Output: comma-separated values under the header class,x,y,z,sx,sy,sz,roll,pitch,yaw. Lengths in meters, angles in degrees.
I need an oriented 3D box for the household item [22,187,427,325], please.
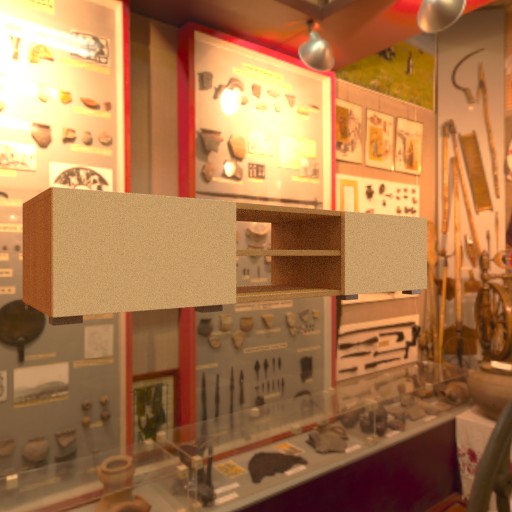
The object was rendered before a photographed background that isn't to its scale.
class,x,y,z,sx,sy,sz,roll,pitch,yaw
household item,0.000,0.000,1.550,1.400,0.310,0.420,0,0,-36
